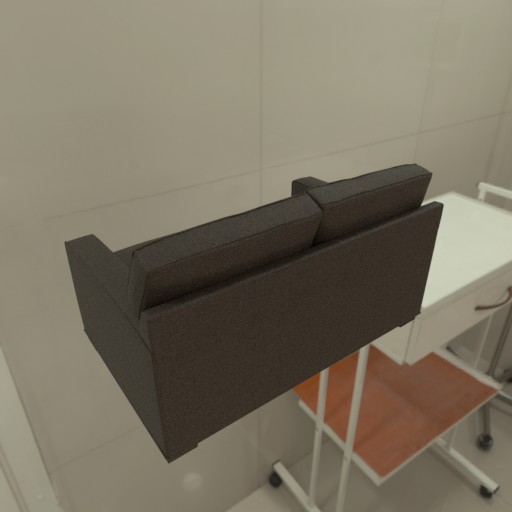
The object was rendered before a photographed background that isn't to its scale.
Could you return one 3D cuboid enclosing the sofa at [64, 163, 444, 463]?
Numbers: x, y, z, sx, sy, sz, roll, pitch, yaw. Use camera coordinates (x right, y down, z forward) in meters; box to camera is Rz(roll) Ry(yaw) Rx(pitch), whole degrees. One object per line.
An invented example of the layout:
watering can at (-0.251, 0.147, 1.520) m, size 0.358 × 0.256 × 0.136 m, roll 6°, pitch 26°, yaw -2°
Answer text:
sofa at (0.000, 0.000, 2.177) m, size 1.534 × 0.887 × 0.974 m, roll -20°, pitch 35°, yaw -31°
